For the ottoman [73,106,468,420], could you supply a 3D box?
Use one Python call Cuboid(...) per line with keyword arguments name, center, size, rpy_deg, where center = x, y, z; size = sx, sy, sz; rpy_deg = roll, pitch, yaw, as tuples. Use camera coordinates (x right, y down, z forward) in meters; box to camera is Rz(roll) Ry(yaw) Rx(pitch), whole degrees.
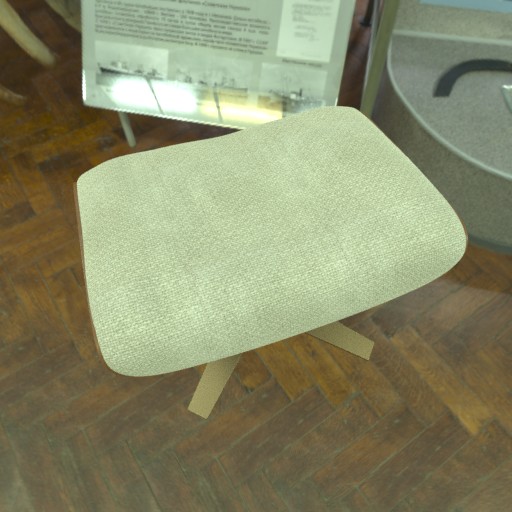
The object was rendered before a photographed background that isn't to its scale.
Cuboid(name="ottoman", center=(0.000, 0.000, 0.795), size=(0.520, 0.391, 0.394), rpy_deg=(-17, 60, -10))
